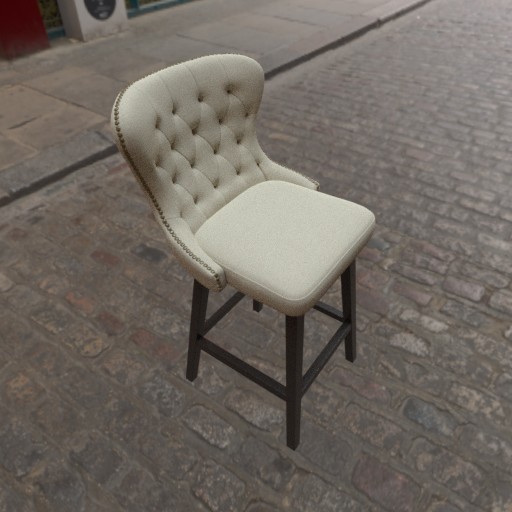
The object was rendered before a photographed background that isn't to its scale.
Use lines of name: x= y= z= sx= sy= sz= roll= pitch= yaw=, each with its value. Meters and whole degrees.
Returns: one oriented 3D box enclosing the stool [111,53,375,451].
stool: x=0.000 y=0.000 z=1.298 sx=0.593 sy=0.971 sz=0.528 roll=25 pitch=46 yaw=26
